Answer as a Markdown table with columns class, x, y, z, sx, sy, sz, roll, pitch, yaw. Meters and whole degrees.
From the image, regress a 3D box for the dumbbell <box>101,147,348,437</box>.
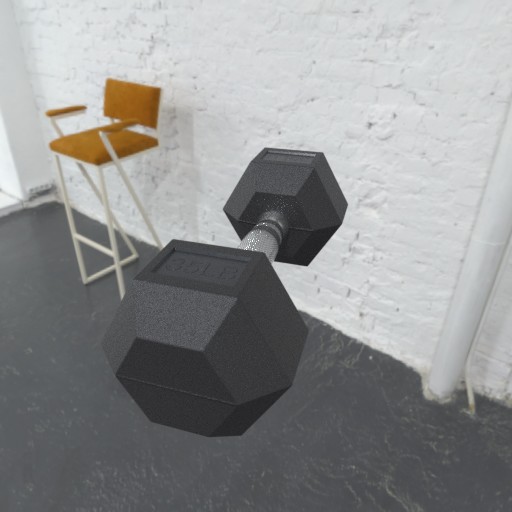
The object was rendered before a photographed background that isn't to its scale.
| class | x | y | z | sx | sy | sz | roll | pitch | yaw |
| --- | --- | --- | --- | --- | --- | --- | --- | --- | --- |
| dumbbell | 0.000 | 0.000 | 0.428 | 0.141 | 0.123 | 0.356 | 9 | 31 | 15 |
